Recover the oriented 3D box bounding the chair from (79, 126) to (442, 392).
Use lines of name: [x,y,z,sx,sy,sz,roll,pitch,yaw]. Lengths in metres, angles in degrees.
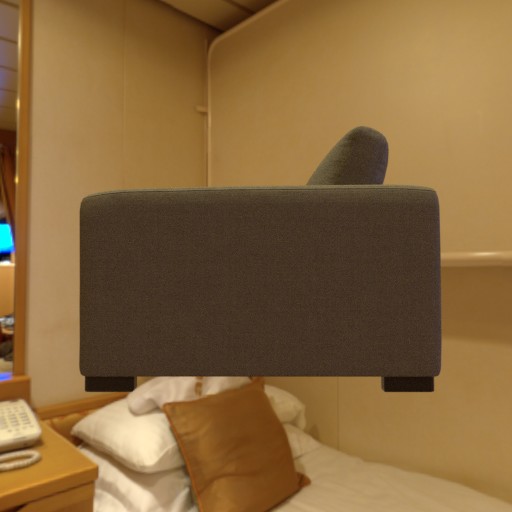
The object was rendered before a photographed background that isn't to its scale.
chair: [0.000,0.000,1.840,1.100,0.847,1.070,0,-2,0]
